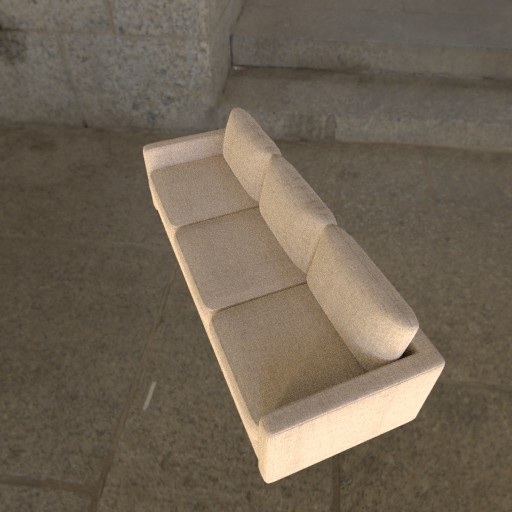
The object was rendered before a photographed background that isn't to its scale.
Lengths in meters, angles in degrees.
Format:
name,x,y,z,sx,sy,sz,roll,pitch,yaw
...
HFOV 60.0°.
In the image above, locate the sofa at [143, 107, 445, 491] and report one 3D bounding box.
name,x,y,z,sx,sy,sz,roll,pitch,yaw
sofa,0.000,0.000,2.638,0.859,0.874,2.218,-16,47,-16
